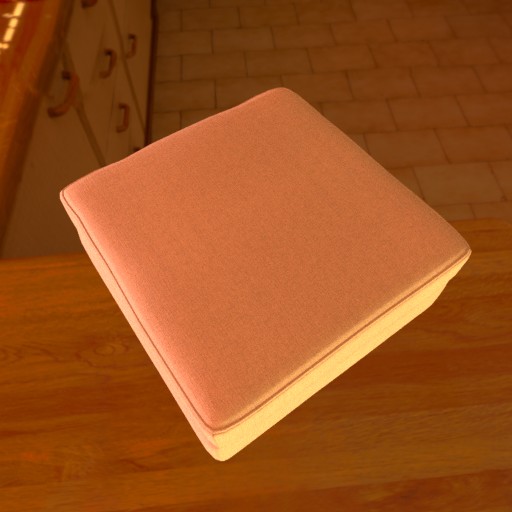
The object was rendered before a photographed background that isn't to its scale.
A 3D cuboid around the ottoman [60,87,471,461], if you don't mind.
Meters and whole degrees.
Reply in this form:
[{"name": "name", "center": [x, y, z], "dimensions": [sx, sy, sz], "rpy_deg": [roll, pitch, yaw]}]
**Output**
[{"name": "ottoman", "center": [0.000, 0.000, 1.363], "dimensions": [0.838, 0.503, 0.838], "rpy_deg": [-31, 63, -18]}]
